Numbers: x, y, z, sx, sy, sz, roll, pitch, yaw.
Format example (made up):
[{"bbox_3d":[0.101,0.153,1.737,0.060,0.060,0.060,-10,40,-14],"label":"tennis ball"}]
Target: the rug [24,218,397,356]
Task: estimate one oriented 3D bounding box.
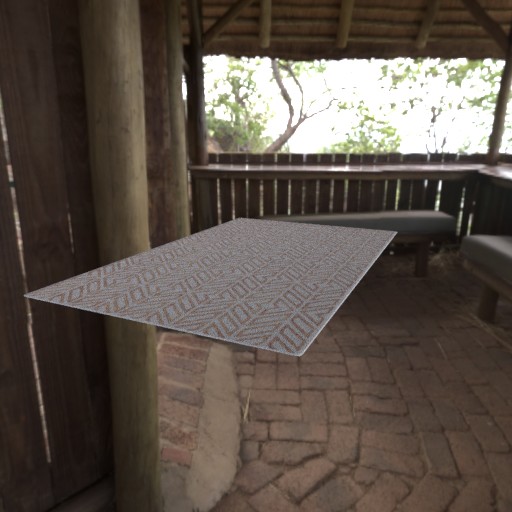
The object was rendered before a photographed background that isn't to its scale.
[{"bbox_3d":[0.000,0.000,3.039,1.523,0.008,2.438,7,17,24],"label":"rug"}]
